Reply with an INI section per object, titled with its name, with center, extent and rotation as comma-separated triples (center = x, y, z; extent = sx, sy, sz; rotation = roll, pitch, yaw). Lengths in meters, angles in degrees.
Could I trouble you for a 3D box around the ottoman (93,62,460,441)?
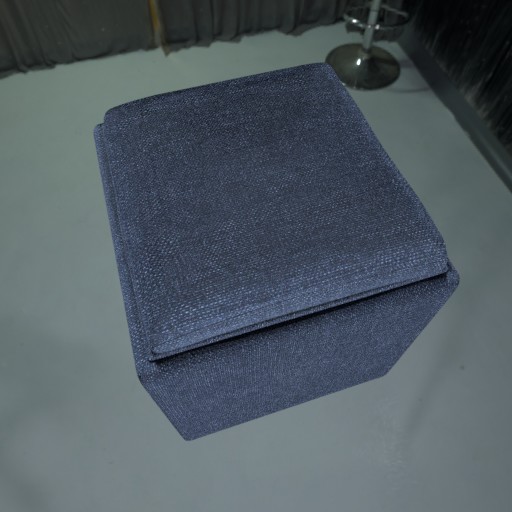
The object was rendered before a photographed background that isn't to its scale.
[ottoman]
center = 0.000, 0.000, 0.807
extent = 0.436, 0.493, 0.454
rotation = -15, 59, -9
